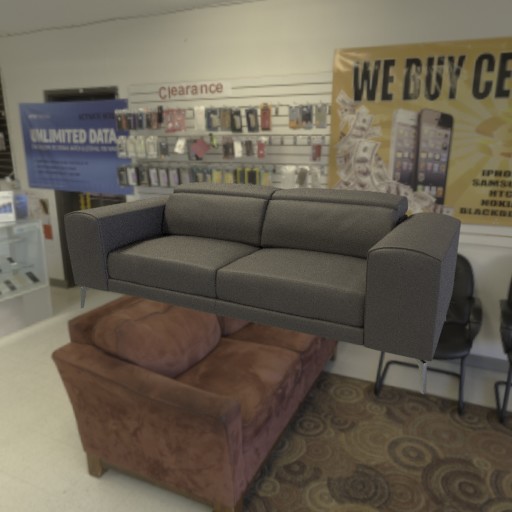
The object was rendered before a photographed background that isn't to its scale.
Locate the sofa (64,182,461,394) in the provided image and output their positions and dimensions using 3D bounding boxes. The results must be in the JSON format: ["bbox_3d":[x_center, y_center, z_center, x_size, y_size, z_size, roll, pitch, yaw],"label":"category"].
[{"bbox_3d":[0.000,0.000,2.855,2.330,0.814,1.048,8,17,27],"label":"sofa"}]
